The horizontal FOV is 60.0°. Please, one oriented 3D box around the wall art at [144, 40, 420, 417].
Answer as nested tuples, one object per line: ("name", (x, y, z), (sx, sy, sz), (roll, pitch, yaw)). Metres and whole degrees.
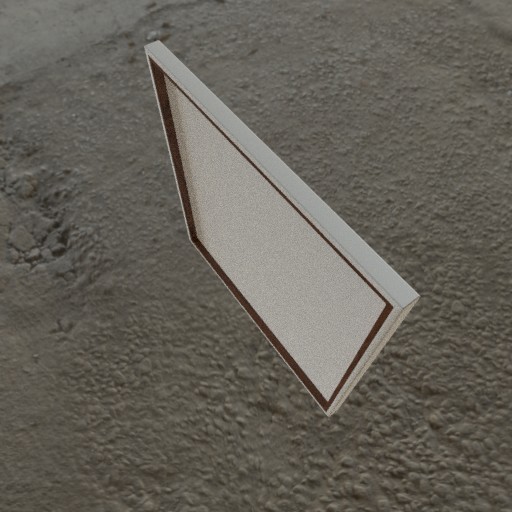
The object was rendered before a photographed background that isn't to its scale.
("wall art", (0.000, 0.000, 1.116), (0.037, 0.757, 0.757), (-32, 64, -18))
